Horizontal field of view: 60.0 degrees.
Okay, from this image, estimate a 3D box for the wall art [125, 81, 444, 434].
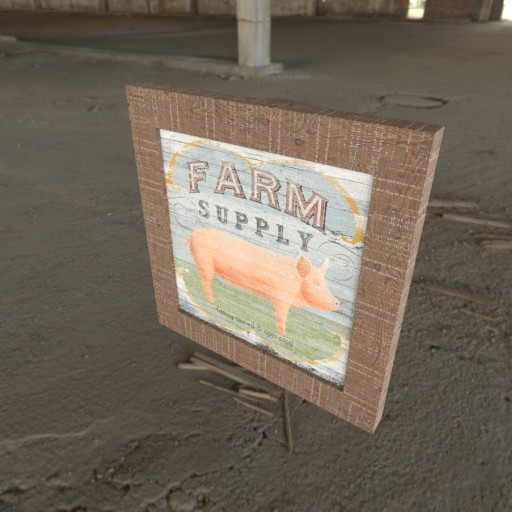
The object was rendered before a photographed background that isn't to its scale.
[{"bbox_3d":[0.000,0.000,0.790,0.531,0.531,0.040,20,36,30],"label":"wall art"}]
